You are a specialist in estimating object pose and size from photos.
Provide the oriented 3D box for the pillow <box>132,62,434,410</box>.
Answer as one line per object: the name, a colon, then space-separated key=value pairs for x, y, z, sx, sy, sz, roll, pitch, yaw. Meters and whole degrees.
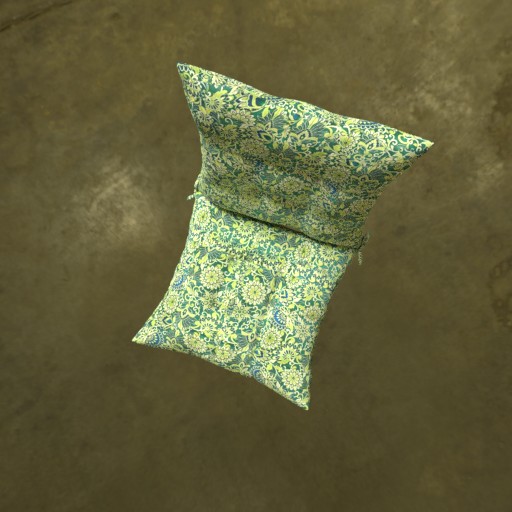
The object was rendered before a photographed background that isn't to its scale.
pillow: x=0.000 y=0.000 z=1.024 sx=0.541 sy=0.536 sz=0.585 roll=20 pitch=77 yaw=5
